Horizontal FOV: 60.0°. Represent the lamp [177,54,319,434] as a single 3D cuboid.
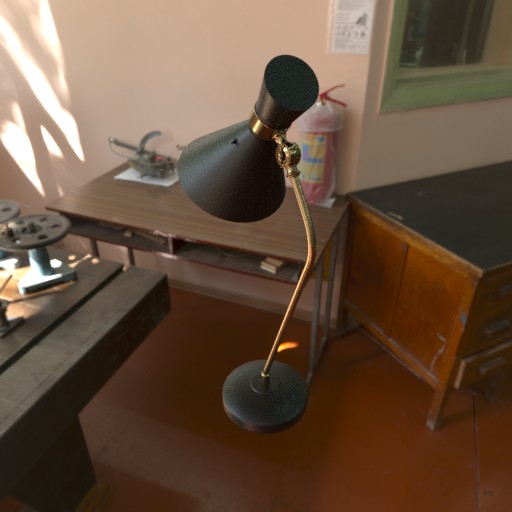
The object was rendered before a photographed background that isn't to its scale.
[{"bbox_3d":[0.000,0.000,0.767,0.189,0.647,0.292,-19,36,-29],"label":"lamp"}]
